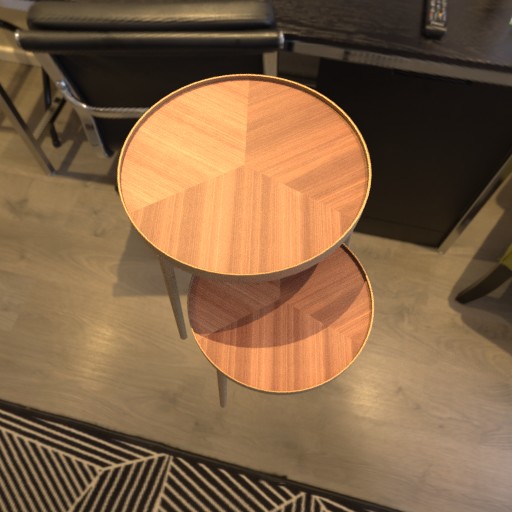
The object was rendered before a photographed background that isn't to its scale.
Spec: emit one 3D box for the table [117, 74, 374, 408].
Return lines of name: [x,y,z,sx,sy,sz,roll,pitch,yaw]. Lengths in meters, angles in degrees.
table: [0.000,0.000,1.144,0.532,0.555,0.751,-15,63,-8]
